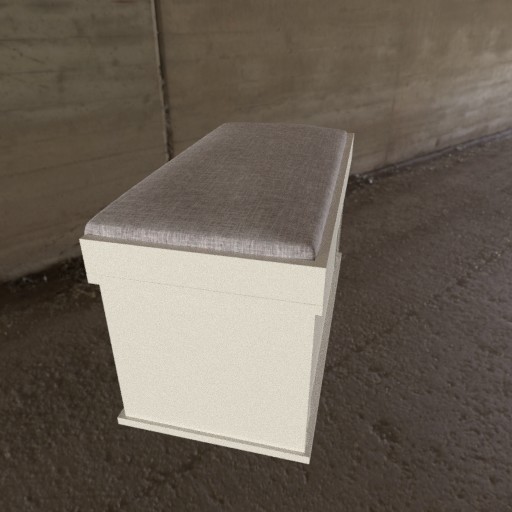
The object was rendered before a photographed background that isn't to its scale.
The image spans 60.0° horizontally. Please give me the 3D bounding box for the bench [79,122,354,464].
[{"bbox_3d":[0.000,0.000,1.005,0.362,0.461,0.734,7,30,12],"label":"bench"}]
